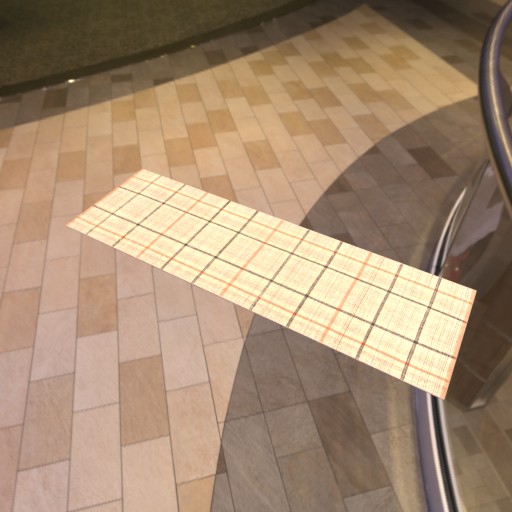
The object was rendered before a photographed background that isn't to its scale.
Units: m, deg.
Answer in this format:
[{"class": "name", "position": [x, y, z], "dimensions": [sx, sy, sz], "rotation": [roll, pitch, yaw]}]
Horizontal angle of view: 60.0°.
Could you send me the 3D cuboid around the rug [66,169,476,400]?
[{"class": "rug", "position": [0.000, 0.000, 2.705], "dimensions": [2.439, 0.008, 0.762], "rotation": [22, 49, 21]}]
